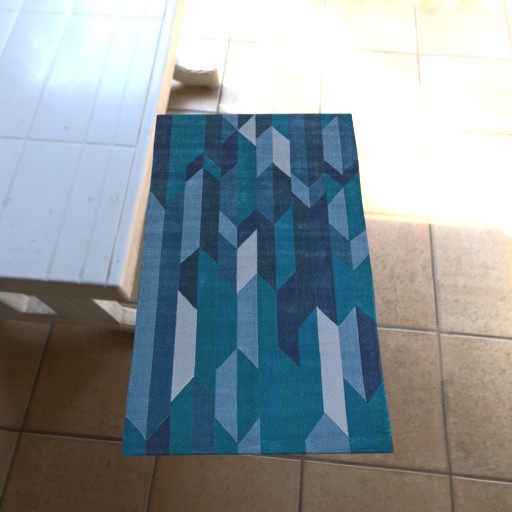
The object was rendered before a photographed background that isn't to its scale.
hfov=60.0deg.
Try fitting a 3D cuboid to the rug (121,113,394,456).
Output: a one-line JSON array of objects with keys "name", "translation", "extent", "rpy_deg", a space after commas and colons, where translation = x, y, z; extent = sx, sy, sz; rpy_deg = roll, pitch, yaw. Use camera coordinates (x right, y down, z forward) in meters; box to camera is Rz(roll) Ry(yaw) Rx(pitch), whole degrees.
[{"name": "rug", "translation": [0.000, 0.000, 2.960], "extent": [1.528, 0.005, 2.420], "rpy_deg": [0, 66, 0]}]
